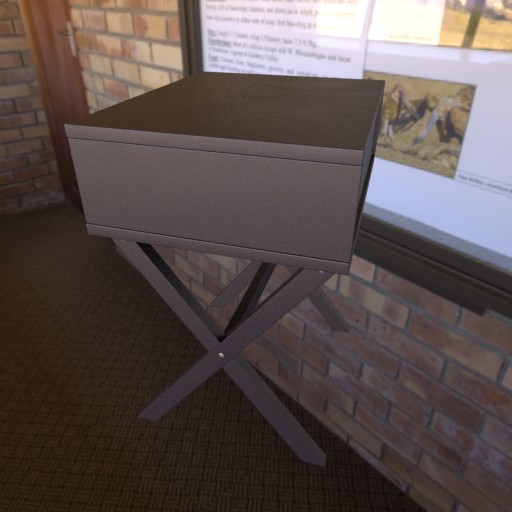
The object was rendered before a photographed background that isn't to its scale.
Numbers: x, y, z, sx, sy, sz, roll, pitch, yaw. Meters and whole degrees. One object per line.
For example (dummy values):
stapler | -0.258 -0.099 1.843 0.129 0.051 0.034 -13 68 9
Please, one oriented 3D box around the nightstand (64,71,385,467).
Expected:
nightstand | 0.000 0.000 0.908 0.402 0.623 0.479 9 32 14
